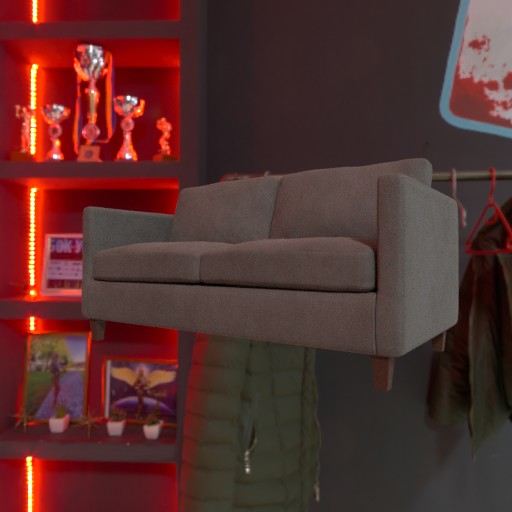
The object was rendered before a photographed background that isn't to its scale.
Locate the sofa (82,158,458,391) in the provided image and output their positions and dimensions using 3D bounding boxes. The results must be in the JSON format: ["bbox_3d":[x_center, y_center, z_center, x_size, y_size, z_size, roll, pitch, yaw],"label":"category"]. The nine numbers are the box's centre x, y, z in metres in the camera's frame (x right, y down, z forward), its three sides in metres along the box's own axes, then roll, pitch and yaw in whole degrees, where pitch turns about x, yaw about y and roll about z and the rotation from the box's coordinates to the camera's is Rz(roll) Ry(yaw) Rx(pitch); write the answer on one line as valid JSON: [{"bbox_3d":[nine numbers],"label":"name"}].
[{"bbox_3d":[0.000,0.000,2.409,1.884,0.963,0.950,0,0,35],"label":"sofa"}]
